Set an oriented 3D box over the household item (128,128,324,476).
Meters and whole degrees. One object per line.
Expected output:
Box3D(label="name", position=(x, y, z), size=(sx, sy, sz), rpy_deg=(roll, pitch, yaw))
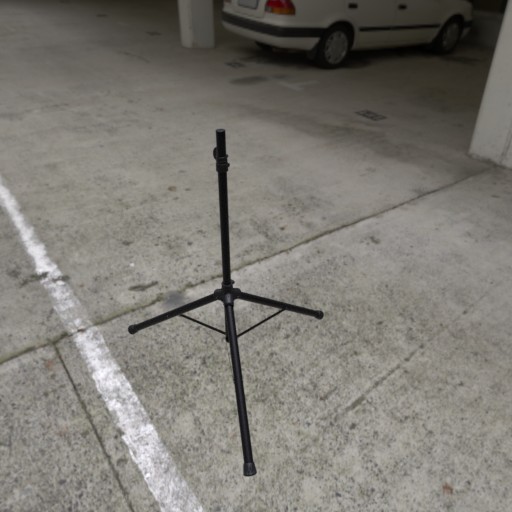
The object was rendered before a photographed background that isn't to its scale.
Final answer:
Box3D(label="household item", position=(0.000, 0.000, 1.895), size=(0.907, 1.136, 1.045), rpy_deg=(-22, 38, -30))
